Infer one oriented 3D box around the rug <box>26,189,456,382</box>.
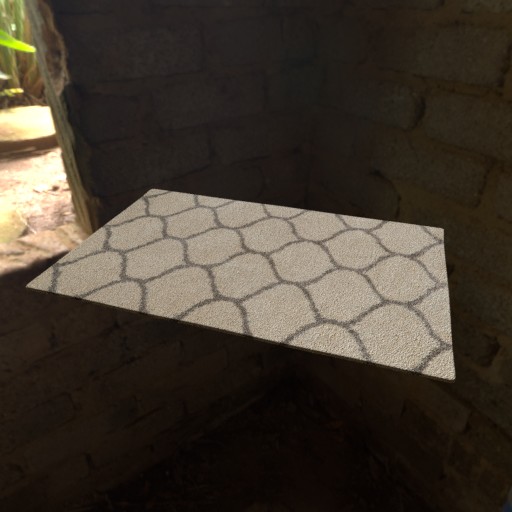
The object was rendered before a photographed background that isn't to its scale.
[{"bbox_3d":[0.000,0.000,2.877,2.348,0.024,1.501,10,33,15],"label":"rug"}]
